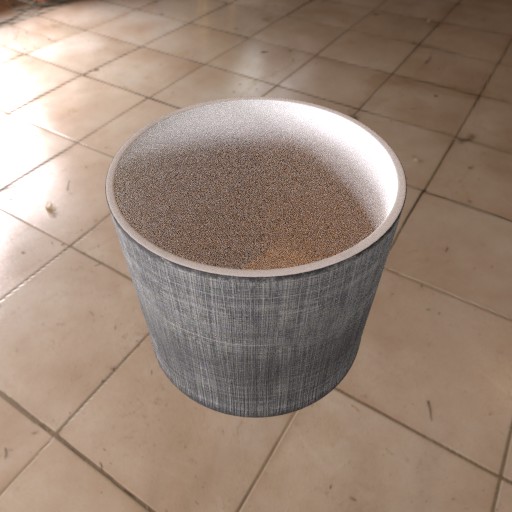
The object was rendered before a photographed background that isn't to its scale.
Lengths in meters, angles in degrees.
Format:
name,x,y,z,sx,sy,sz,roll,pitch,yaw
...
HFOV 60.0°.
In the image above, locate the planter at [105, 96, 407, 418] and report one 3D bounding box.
name,x,y,z,sx,sy,sz,roll,pitch,yaw
planter,0.000,0.000,0.325,0.178,0.157,0.178,0,46,0
